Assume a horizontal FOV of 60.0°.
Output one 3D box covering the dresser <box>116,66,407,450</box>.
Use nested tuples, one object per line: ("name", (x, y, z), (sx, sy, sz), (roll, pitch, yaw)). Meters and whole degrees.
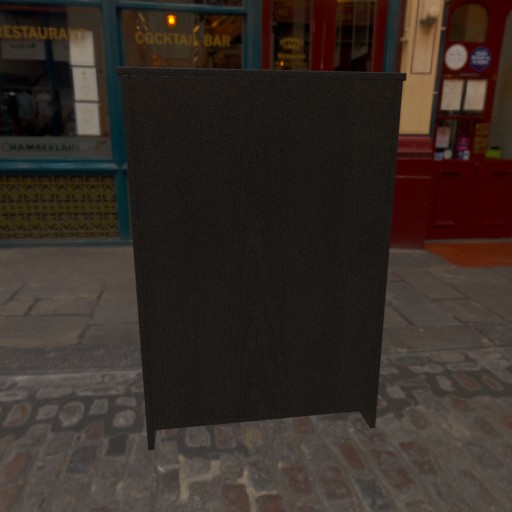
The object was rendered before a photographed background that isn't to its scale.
("dresser", (0.000, 0.000, 1.374), (0.700, 1.020, 0.398), (-2, 15, -8))
